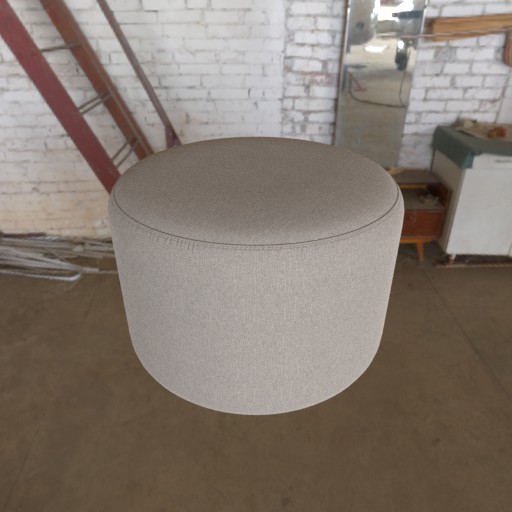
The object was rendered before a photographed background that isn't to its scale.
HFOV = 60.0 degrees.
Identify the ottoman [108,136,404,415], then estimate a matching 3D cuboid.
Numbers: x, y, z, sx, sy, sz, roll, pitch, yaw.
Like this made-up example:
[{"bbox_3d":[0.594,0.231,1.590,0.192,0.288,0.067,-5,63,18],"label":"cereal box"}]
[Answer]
[{"bbox_3d":[0.000,0.000,1.020,0.608,0.433,0.608,0,30,0],"label":"ottoman"}]
